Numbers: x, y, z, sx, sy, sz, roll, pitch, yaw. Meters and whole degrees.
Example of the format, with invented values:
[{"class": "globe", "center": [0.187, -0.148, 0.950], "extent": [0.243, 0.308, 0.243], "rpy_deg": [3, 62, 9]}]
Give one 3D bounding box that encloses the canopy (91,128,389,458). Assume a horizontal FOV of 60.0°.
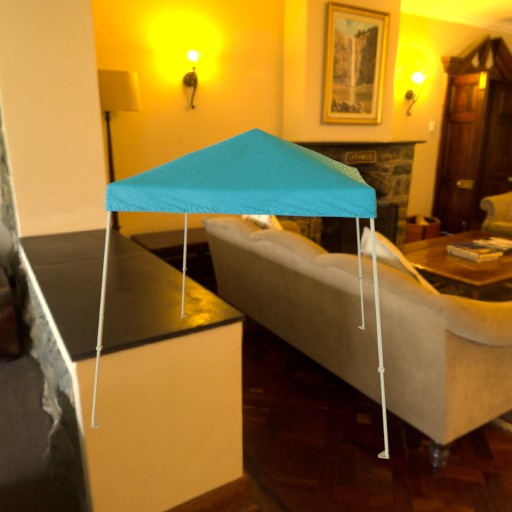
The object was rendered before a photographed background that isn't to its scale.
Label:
[{"class": "canopy", "center": [0.000, 0.000, 5.143], "extent": [2.849, 2.850, 2.850], "rpy_deg": [2, 15, 9]}]
